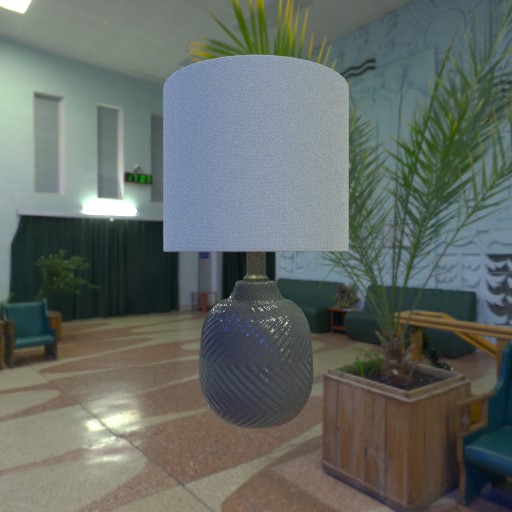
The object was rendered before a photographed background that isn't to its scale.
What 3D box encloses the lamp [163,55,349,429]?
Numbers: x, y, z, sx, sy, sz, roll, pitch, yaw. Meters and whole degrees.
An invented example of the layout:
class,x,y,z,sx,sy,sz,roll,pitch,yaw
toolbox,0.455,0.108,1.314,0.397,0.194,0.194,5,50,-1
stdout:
class,x,y,z,sx,sy,sz,roll,pitch,yaw
lamp,0.000,0.000,0.505,0.207,0.366,0.207,0,1,-36
